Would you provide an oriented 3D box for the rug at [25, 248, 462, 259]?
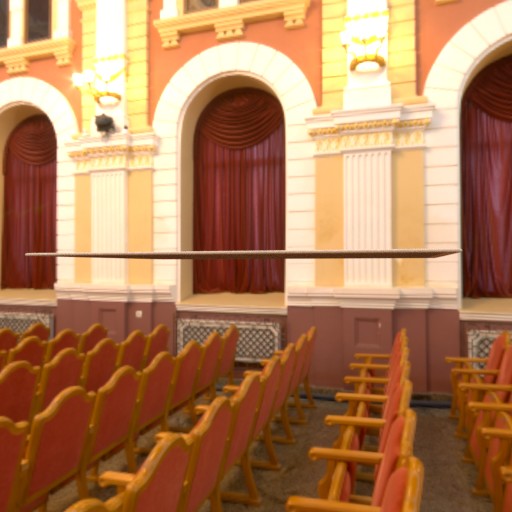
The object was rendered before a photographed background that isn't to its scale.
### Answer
[{"bbox_3d":[0.000,0.000,2.317,1.829,0.013,1.219,0,-1,18],"label":"rug"}]
